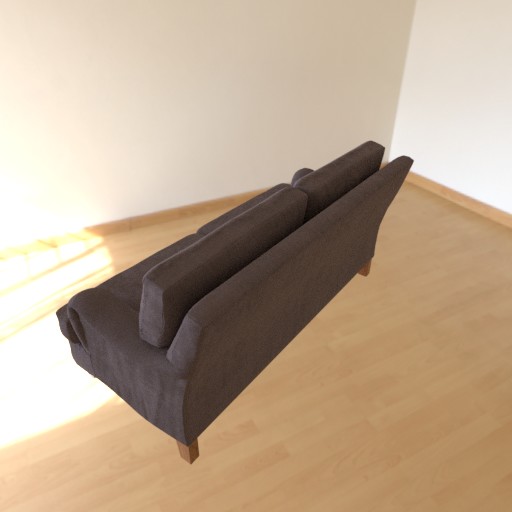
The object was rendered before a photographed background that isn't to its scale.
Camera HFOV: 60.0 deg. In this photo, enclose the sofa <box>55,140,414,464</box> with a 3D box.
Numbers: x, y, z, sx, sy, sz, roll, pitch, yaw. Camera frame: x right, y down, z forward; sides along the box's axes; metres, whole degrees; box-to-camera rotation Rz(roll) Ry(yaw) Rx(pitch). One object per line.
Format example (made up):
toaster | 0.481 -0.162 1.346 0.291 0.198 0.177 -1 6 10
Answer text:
sofa | 0.000 0.000 2.744 1.086 1.087 2.165 22 38 30
